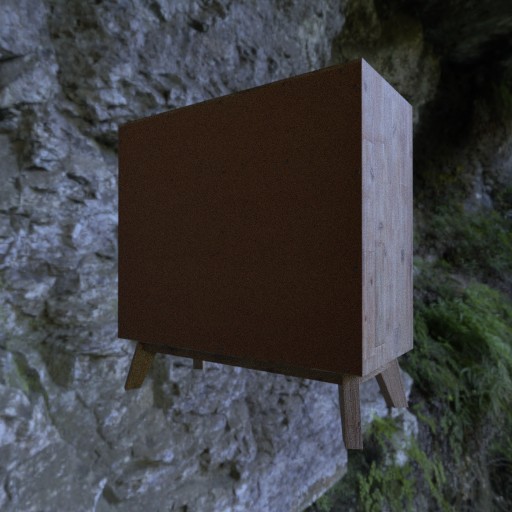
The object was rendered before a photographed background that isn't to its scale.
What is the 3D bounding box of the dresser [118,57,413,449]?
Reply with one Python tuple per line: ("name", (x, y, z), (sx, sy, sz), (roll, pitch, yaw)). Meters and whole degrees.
("dresser", (0.000, 0.000, 1.625), (0.998, 1.029, 0.455), (0, -1, 35))
